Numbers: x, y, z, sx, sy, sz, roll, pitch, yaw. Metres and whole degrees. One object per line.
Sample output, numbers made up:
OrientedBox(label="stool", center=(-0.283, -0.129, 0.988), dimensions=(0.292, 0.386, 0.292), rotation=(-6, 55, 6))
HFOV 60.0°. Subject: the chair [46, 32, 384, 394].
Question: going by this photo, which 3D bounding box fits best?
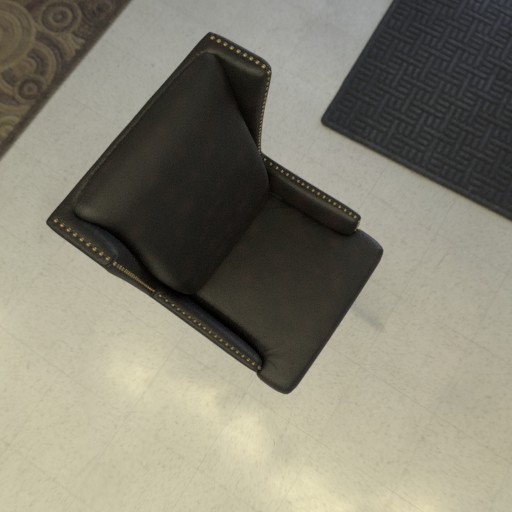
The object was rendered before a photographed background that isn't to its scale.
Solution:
OrientedBox(label="chair", center=(0.000, 0.000, 1.624), dimensions=(0.799, 1.142, 0.703), rotation=(35, 79, 8))
